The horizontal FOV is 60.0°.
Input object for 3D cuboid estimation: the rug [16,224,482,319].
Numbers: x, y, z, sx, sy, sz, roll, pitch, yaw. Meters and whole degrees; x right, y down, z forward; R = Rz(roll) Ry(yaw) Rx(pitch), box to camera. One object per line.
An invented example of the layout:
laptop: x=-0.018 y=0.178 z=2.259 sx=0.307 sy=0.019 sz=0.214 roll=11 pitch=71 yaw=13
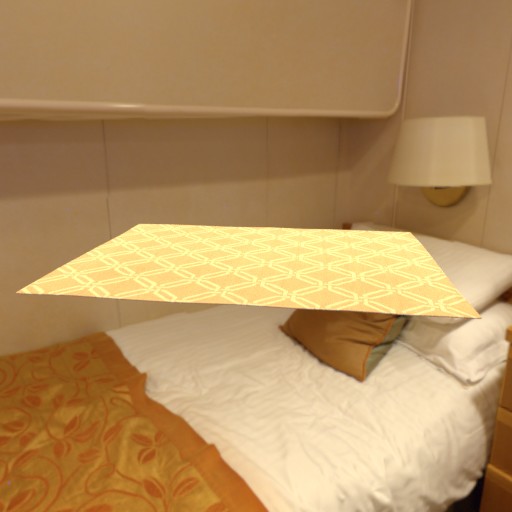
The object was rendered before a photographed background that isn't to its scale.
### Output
rug: x=0.000 y=0.000 z=4.279 sx=3.365 sy=0.020 sz=2.452 roll=2 pitch=17 yaw=7
